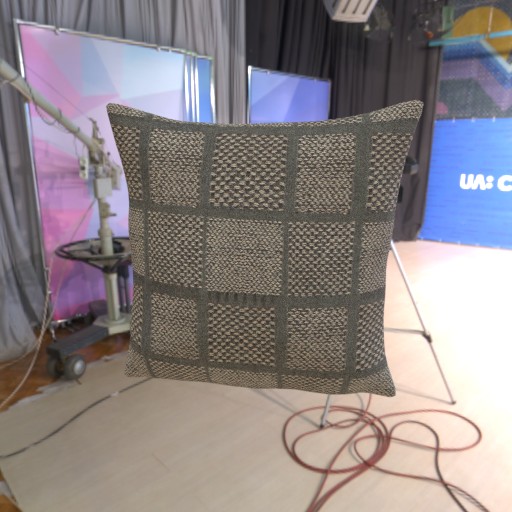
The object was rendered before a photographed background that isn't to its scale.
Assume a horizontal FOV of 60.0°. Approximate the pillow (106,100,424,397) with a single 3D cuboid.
[{"bbox_3d":[0.000,0.000,0.653,0.435,0.432,0.138,2,15,8],"label":"pillow"}]
